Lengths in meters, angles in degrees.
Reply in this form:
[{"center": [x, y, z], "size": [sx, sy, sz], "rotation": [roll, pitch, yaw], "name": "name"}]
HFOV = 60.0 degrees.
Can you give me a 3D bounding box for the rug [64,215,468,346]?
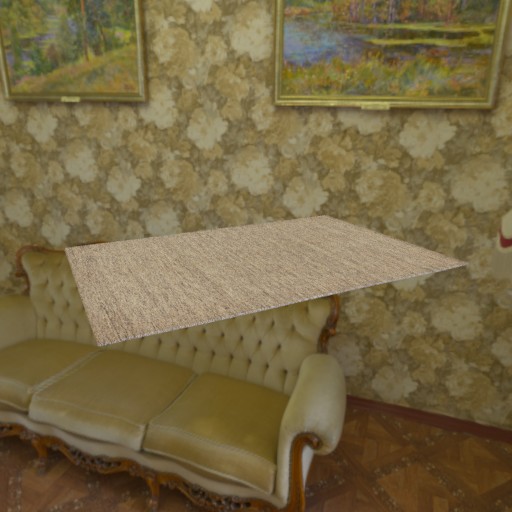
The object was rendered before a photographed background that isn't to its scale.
[{"center": [0.000, 0.000, 3.003], "size": [2.283, 0.013, 1.547], "rotation": [-9, 20, -26], "name": "rug"}]
